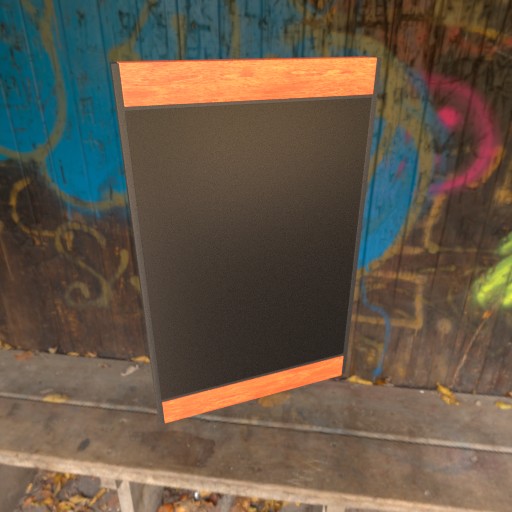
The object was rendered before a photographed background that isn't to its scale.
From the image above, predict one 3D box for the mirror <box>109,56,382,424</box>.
[{"bbox_3d":[0.000,0.000,1.015,0.525,0.823,0.047,-9,28,-18],"label":"mirror"}]
